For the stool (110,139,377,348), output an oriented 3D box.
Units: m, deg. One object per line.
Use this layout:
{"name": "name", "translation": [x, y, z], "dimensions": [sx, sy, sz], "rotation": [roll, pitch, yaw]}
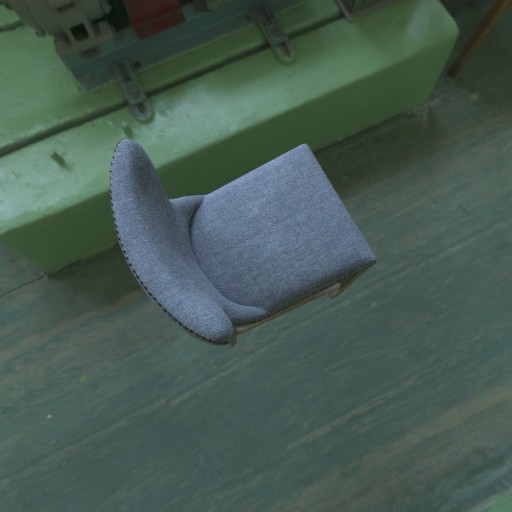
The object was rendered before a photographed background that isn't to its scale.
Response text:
{"name": "stool", "translation": [0.000, 0.000, 1.454], "dimensions": [0.606, 1.123, 0.494], "rotation": [-27, 78, -6]}
